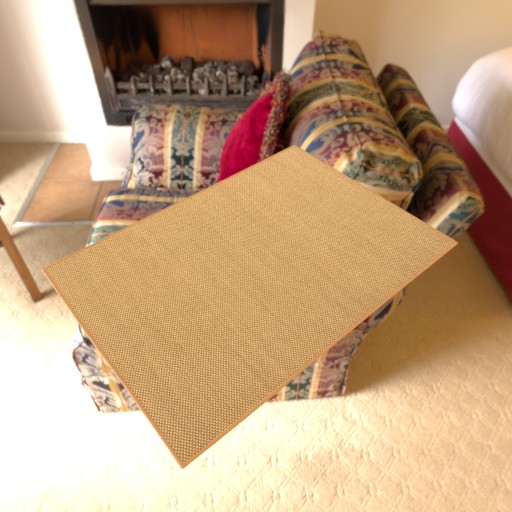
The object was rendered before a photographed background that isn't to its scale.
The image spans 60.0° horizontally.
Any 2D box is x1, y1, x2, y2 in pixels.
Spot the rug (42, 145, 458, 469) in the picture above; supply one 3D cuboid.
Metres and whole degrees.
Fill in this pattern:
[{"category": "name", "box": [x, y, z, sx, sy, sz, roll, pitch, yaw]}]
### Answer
[{"category": "rug", "box": [0.000, 0.000, 2.769, 2.134, 0.013, 1.524, -32, 54, -27]}]
